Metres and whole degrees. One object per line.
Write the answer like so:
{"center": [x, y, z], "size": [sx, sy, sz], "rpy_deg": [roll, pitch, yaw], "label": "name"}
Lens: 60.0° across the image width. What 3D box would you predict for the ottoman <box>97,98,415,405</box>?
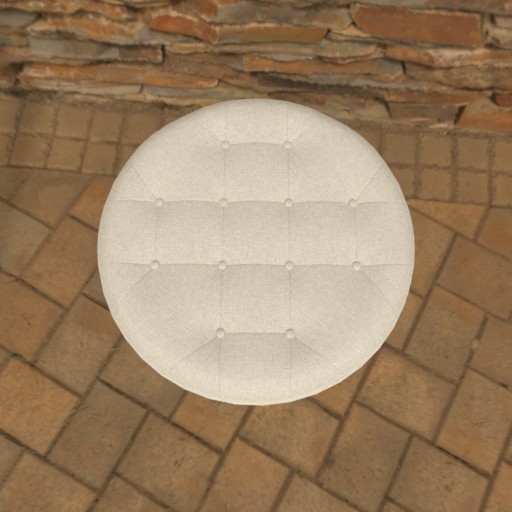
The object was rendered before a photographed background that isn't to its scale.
{"center": [0.000, 0.000, 1.357], "size": [0.850, 0.483, 0.850], "rpy_deg": [0, 75, 0], "label": "ottoman"}
